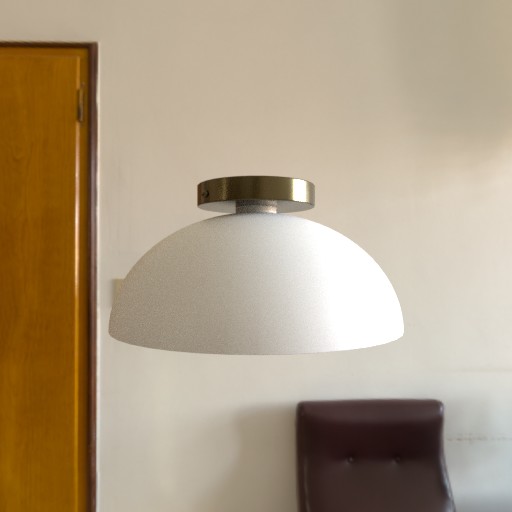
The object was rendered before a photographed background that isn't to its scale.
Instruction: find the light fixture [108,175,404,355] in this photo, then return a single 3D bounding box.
[{"bbox_3d":[0.000,0.000,0.563,0.355,0.177,0.355,0,-1,0],"label":"light fixture"}]
